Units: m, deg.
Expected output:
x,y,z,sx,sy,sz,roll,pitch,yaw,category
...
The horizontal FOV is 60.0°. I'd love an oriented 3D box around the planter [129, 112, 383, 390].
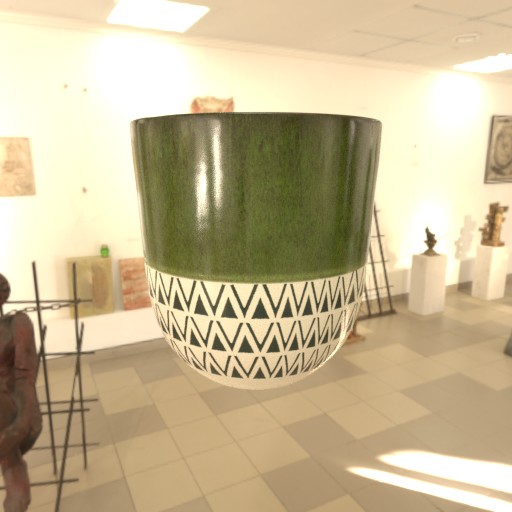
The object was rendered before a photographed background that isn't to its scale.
x,y,z,sx,sy,sz,roll,pitch,yaw,category
0.000,0.000,0.473,0.245,0.270,0.245,0,12,0,planter
